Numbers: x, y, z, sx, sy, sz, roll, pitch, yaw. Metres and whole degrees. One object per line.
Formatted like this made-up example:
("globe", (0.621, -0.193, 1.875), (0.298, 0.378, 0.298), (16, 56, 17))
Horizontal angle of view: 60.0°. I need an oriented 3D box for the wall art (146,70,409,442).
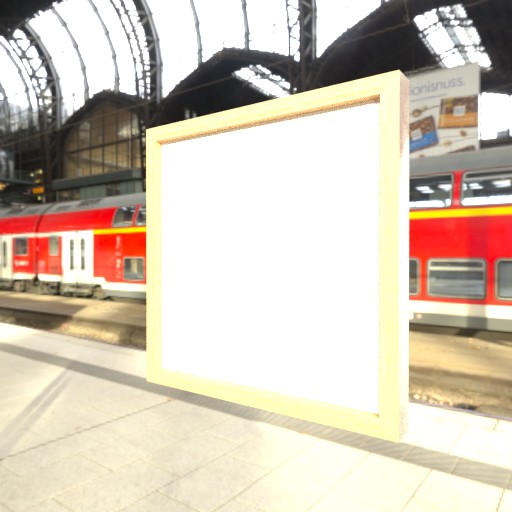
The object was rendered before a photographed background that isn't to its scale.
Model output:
("wall art", (0.000, 0.000, 0.459), (0.303, 0.303, 0.028), (0, 1, 35))
